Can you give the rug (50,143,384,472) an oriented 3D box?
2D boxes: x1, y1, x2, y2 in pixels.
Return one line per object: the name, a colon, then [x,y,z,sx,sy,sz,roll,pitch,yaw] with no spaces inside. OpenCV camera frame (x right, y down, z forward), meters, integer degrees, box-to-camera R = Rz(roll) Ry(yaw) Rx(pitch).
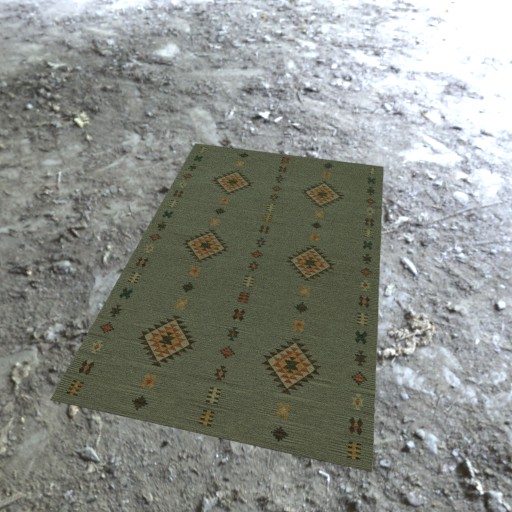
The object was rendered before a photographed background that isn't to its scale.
rug: [0.000,0.000,2.216,1.217,0.005,1.818,9,47,8]
